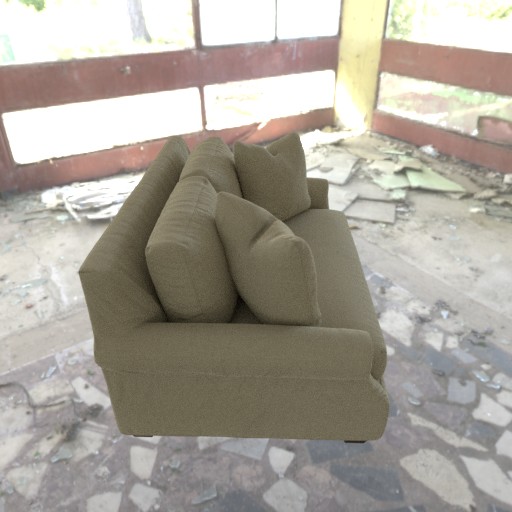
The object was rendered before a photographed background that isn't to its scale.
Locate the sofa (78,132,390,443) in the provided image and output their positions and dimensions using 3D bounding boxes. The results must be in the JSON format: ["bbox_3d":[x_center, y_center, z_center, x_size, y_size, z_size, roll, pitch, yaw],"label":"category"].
[{"bbox_3d":[0.000,0.000,2.124,1.070,0.905,1.550,1,32,2],"label":"sofa"}]
